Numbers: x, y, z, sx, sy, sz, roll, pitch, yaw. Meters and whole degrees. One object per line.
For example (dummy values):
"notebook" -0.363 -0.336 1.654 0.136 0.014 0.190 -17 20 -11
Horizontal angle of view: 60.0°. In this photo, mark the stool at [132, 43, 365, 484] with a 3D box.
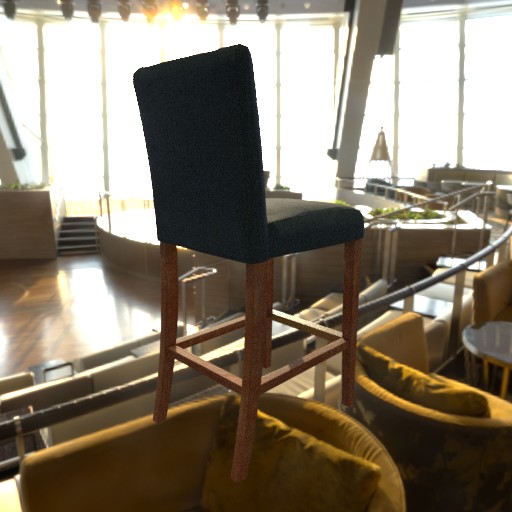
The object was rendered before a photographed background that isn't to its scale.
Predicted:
"stool" 0.000 0.000 1.384 0.454 1.088 0.574 13 19 43
